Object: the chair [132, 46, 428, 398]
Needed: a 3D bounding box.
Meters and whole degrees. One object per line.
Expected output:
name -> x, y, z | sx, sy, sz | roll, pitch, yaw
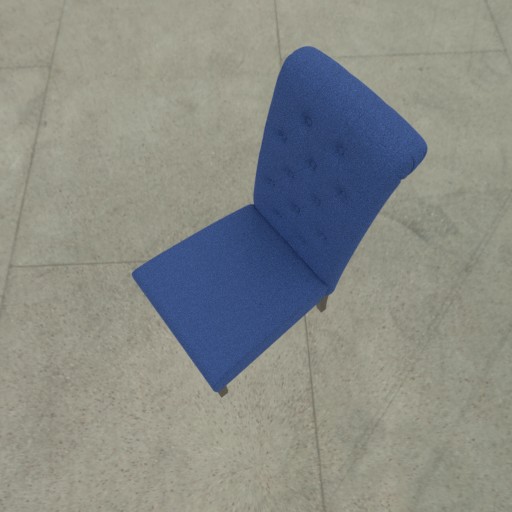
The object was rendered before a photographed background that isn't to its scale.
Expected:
chair -> 0.000, 0.000, 1.368 | 0.671, 1.006, 0.456 | -35, 70, -15
